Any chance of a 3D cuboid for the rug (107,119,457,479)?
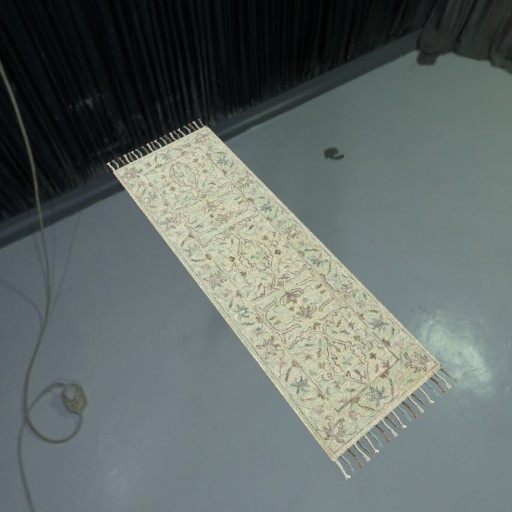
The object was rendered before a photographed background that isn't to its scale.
[{"bbox_3d":[0.000,0.000,2.664,0.769,0.013,2.440,-32,63,-18],"label":"rug"}]
